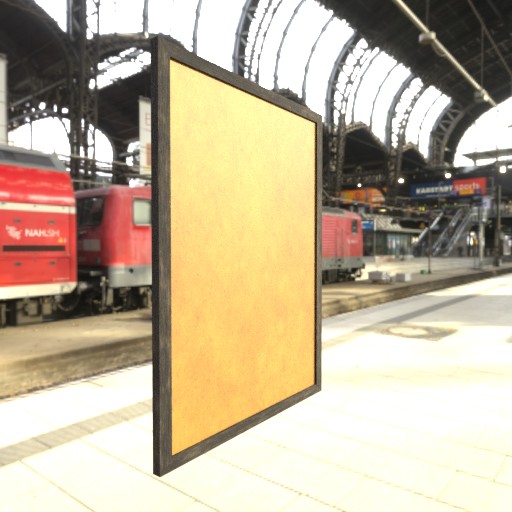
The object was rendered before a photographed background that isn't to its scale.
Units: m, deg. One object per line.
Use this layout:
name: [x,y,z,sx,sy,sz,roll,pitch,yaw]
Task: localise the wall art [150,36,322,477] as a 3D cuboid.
wall art: [0.000,0.000,1.402,0.029,1.066,0.812,1,2,37]
